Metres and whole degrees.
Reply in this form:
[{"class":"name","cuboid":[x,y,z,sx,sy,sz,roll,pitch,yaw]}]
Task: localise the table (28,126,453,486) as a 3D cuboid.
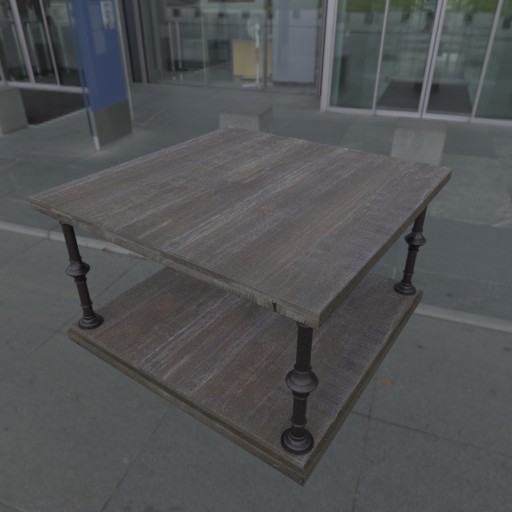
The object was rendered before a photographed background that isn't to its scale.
[{"class":"table","cuboid":[0.000,0.000,1.120,0.696,0.400,0.696,20,36,29]}]
